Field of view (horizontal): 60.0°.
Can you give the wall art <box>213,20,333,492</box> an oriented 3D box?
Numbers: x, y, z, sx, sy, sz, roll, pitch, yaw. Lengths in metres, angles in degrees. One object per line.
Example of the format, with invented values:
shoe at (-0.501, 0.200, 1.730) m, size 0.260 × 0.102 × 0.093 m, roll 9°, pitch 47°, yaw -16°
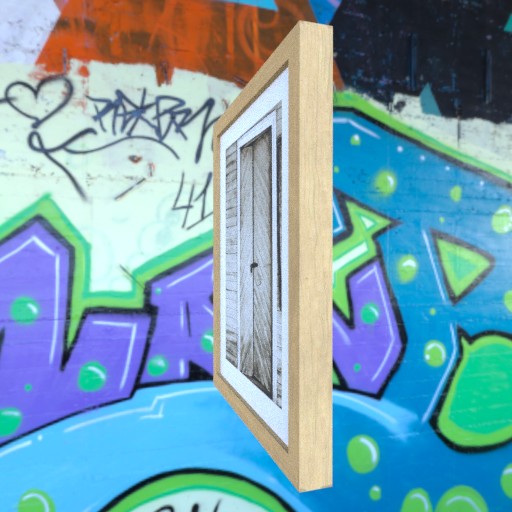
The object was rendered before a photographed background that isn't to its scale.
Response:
wall art at (0.000, 0.000, 0.509) m, size 0.030 × 0.380 × 0.312 m, roll 0°, pitch 0°, yaw -18°
